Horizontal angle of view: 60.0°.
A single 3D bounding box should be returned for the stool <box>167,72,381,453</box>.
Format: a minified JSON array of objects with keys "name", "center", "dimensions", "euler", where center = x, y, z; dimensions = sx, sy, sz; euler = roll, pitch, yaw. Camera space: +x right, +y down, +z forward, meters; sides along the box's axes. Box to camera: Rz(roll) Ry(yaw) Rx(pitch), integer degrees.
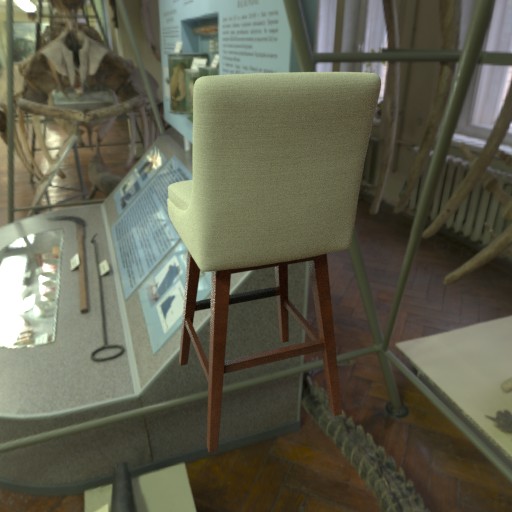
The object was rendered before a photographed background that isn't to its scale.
[{"name":"stool","center":[0.000,0.000,1.406],"dimensions":[0.470,1.097,0.559],"euler":[-9,26,-18]}]
